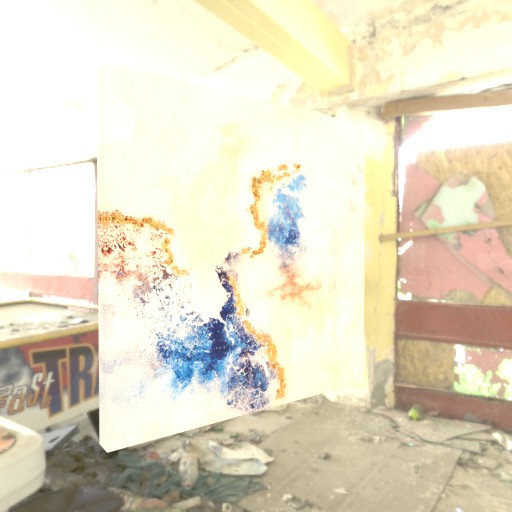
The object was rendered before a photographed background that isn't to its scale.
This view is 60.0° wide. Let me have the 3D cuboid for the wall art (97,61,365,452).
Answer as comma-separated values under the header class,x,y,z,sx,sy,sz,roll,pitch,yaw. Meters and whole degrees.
class,x,y,z,sx,sy,sz,roll,pitch,yaw
wall art,0.000,0.000,1.540,1.061,1.061,0.071,-1,2,-36
